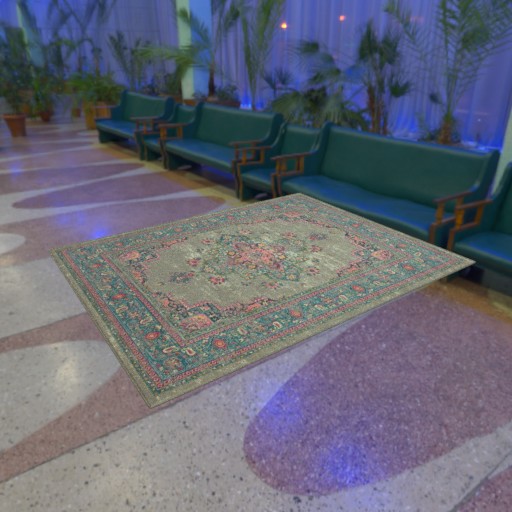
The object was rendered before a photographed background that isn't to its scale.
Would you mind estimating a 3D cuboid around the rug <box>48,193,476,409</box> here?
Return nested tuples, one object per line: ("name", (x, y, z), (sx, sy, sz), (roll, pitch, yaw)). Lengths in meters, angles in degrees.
("rug", (0.000, 0.000, 4.030), (3.057, 0.013, 2.434), (-17, 30, -31))
